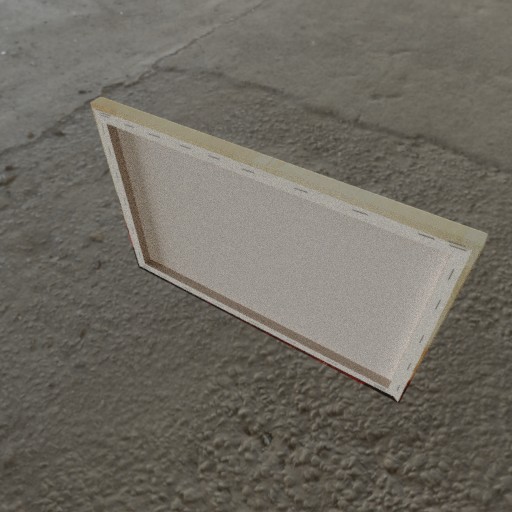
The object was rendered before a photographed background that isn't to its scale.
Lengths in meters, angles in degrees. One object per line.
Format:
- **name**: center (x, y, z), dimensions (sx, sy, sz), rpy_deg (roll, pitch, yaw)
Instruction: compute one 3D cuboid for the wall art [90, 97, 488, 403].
- **wall art**: center (0.000, 0.000, 1.134), dimensions (0.918, 0.602, 0.038), rpy_deg (24, 52, 21)
